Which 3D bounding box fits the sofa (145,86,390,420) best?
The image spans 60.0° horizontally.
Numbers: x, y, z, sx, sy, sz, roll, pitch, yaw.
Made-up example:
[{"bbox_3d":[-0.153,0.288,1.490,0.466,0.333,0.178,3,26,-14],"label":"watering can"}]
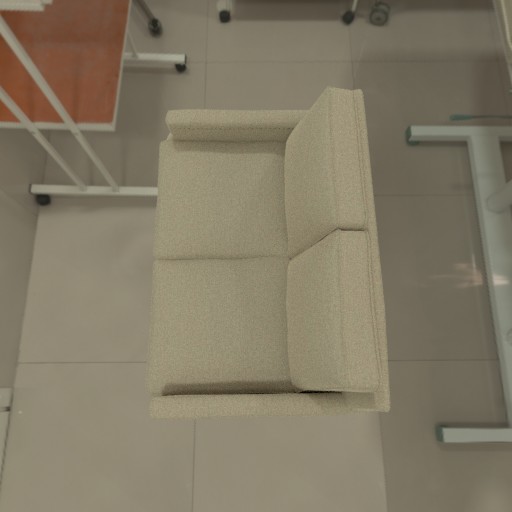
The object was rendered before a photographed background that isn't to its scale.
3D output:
[{"bbox_3d":[0.000,0.000,2.303,1.084,1.003,1.597,0,74,0],"label":"sofa"}]
